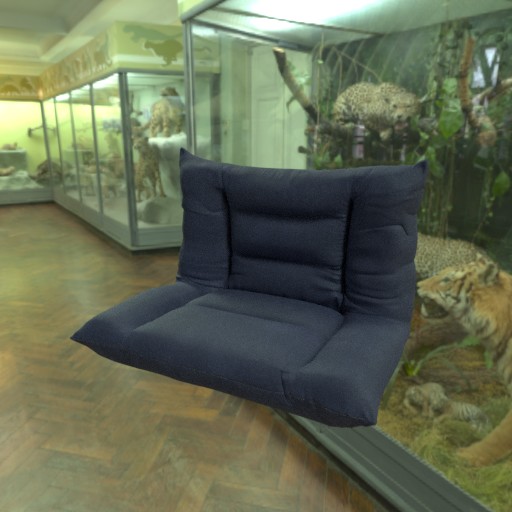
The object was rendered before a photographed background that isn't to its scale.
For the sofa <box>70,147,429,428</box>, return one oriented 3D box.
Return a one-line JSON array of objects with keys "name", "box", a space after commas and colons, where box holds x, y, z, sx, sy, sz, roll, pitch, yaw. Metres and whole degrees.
[{"name": "sofa", "box": [0.000, 0.000, 1.685, 1.122, 0.778, 0.849, 8, 17, 26]}]
